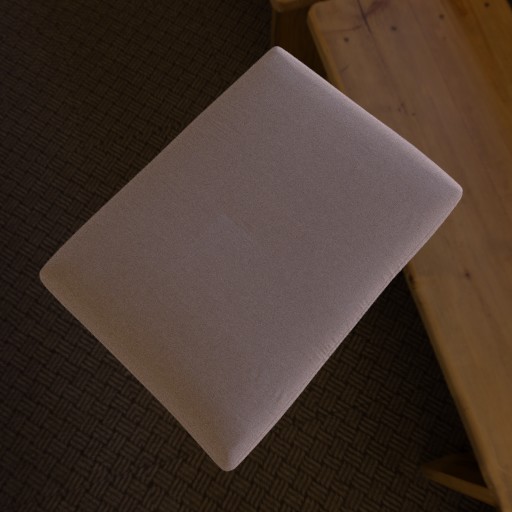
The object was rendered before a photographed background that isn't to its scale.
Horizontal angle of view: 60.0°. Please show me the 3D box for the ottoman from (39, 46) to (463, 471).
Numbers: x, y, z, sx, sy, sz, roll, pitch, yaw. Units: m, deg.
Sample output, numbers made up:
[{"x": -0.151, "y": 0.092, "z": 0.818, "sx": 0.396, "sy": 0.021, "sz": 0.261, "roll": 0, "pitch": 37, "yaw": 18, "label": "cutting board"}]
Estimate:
[{"x": 0.000, "y": 0.000, "z": 1.126, "sx": 0.569, "sy": 0.500, "sz": 0.771, "roll": 41, "pitch": 79, "yaw": 10, "label": "ottoman"}]
